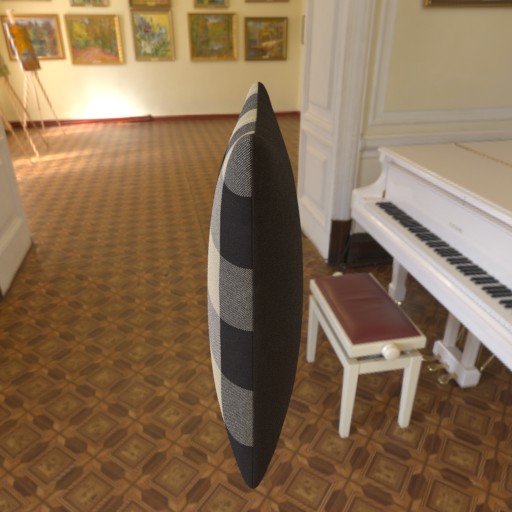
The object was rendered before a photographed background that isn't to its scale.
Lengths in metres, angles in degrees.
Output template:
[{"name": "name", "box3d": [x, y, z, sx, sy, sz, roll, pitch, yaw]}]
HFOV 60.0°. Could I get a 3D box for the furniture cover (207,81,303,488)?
[{"name": "furniture cover", "box3d": [0.000, 0.000, 0.756, 0.161, 0.509, 0.511, 0, 27, 1]}]
